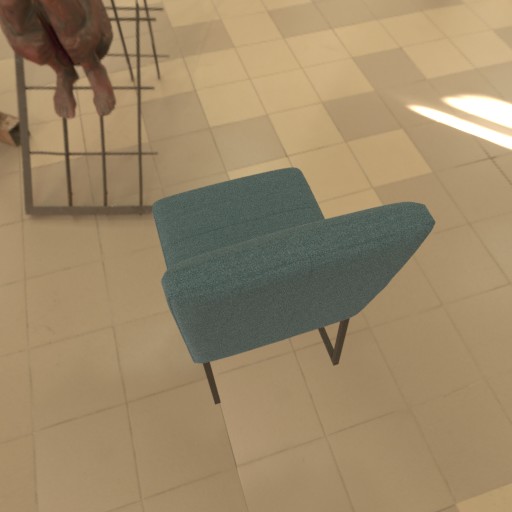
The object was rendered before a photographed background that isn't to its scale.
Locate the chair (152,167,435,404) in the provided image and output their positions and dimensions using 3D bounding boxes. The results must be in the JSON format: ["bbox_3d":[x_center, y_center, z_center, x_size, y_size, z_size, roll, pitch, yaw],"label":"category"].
[{"bbox_3d":[0.000,0.000,1.302,0.520,0.930,0.634,-15,59,-9],"label":"chair"}]
